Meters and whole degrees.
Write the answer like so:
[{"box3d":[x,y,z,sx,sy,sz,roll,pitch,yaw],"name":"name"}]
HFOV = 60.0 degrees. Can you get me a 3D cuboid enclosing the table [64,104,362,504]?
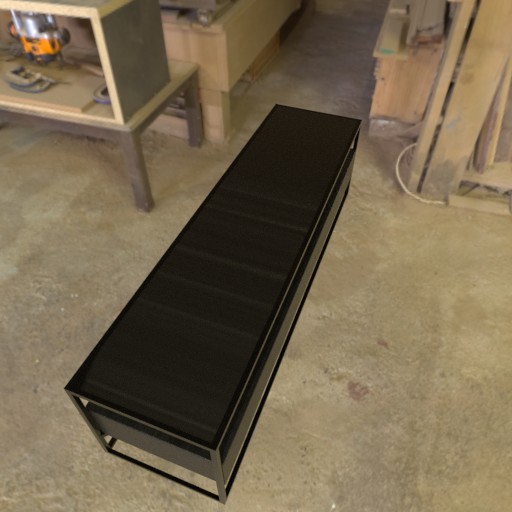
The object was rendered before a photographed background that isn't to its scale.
[{"box3d":[0.000,0.000,1.613,0.399,0.395,1.486,16,48,15],"name":"table"}]
